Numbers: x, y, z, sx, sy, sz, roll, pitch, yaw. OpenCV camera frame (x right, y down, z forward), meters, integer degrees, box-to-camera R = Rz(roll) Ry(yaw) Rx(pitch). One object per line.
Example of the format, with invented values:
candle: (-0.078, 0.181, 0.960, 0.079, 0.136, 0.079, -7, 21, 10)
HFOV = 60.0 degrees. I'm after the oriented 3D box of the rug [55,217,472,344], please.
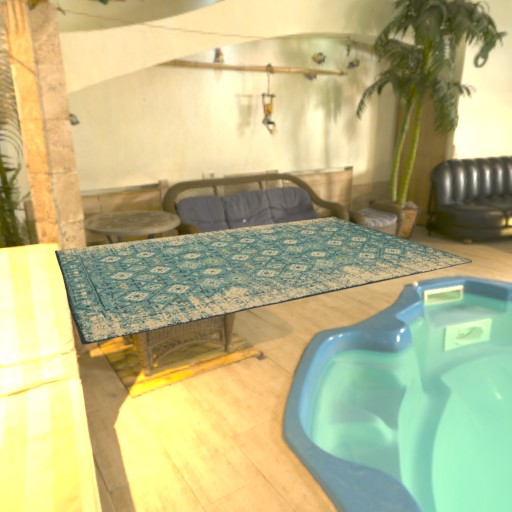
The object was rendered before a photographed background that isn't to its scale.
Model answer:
rug: (0.000, 0.000, 3.036, 2.449, 0.015, 1.530, -9, 19, -26)
